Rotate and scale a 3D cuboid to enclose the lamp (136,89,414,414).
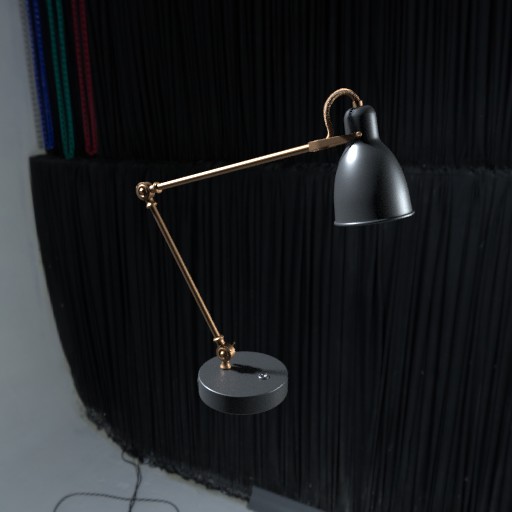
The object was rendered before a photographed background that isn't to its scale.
[{"bbox_3d":[0.000,0.000,0.851,0.561,0.587,0.187,7,16,25],"label":"lamp"}]
